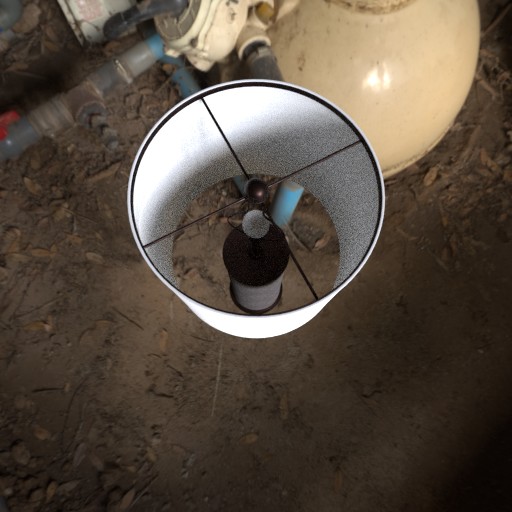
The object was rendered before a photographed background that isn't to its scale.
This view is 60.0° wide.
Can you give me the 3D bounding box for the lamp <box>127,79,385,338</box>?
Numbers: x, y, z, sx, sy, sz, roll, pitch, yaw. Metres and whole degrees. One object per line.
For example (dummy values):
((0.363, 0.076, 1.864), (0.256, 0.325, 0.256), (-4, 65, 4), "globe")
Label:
((0.000, 0.000, 0.809), (0.301, 0.630, 0.301), (17, 76, 4), "lamp")
